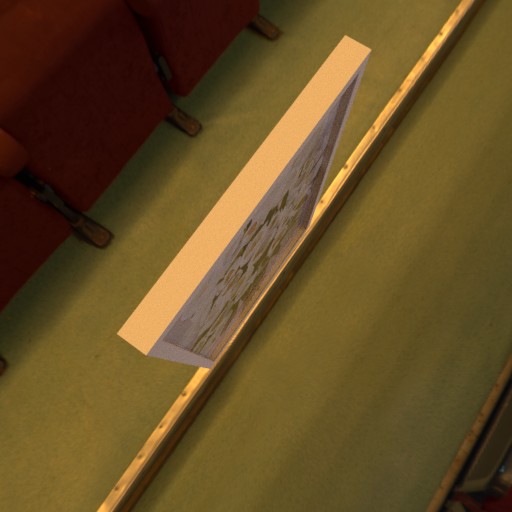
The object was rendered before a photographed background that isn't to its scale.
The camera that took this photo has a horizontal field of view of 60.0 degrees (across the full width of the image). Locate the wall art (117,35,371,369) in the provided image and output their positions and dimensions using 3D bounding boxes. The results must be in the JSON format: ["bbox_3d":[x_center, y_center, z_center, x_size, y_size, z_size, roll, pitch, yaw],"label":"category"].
[{"bbox_3d":[0.000,0.000,0.533,0.025,0.428,0.293,34,77,9],"label":"wall art"}]
